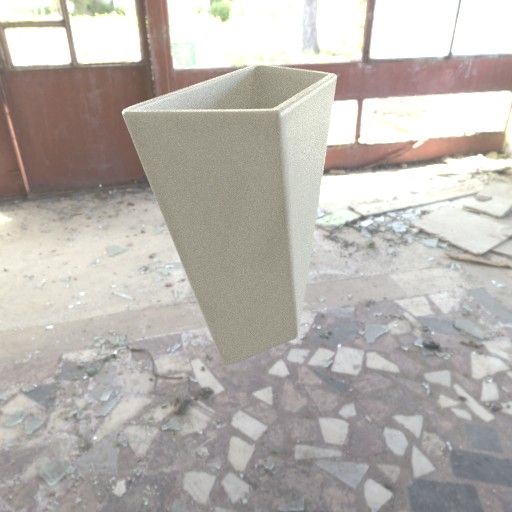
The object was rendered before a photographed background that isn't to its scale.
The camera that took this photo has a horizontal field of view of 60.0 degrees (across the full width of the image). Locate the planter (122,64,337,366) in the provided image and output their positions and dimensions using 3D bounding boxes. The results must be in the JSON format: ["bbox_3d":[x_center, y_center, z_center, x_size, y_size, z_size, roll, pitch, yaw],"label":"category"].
[{"bbox_3d":[0.000,0.000,0.271,0.060,0.197,0.150,11,32,18],"label":"planter"}]
